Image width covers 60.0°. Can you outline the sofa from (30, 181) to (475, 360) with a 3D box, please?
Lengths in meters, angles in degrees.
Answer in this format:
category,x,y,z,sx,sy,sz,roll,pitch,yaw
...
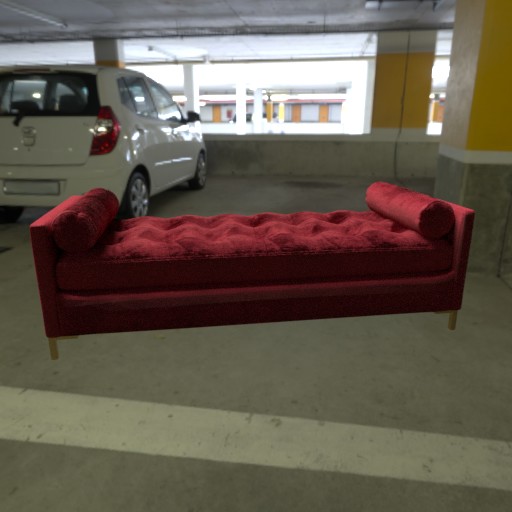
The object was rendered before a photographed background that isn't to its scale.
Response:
category,x,y,z,sx,sy,sz,roll,pitch,yaw
sofa,0.000,0.000,2.476,2.102,0.705,0.796,-3,17,-8
